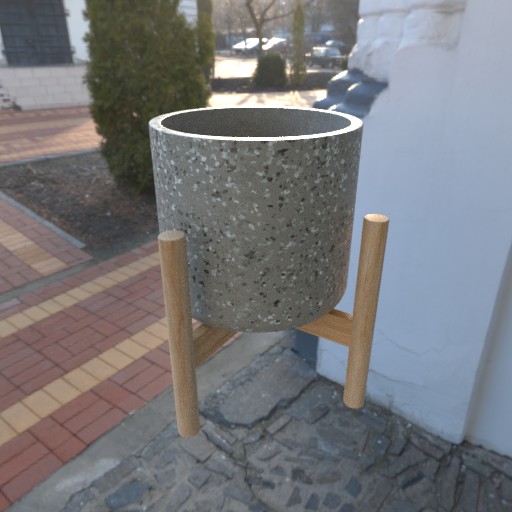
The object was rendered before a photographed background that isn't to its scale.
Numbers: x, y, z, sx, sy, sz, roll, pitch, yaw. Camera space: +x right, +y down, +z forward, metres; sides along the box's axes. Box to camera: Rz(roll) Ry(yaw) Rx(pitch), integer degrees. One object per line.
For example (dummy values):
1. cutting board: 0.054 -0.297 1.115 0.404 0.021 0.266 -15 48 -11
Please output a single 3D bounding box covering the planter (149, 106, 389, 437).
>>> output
1. planter: 0.000 0.000 0.538 0.284 0.320 0.284 -17 30 -31
